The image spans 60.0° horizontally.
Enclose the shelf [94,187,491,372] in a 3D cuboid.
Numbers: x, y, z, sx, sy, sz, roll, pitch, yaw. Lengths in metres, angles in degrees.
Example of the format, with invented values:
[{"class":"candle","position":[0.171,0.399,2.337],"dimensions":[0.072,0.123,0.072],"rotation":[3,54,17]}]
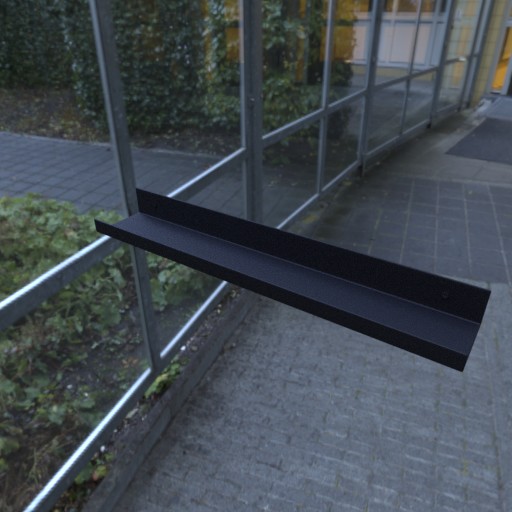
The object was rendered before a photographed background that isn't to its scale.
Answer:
[{"class":"shelf","position":[0.000,0.000,0.649],"dimensions":[0.605,0.053,0.102],"rotation":[19,34,29]}]
